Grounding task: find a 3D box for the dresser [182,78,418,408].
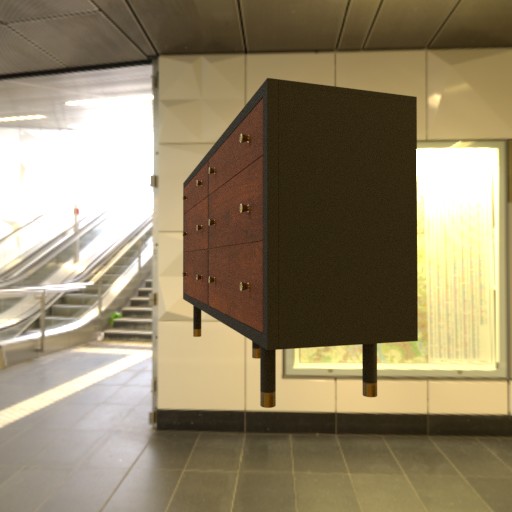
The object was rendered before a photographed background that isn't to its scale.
[{"bbox_3d":[0.000,0.000,1.908,0.463,0.872,1.558,0,-1,-17],"label":"dresser"}]
